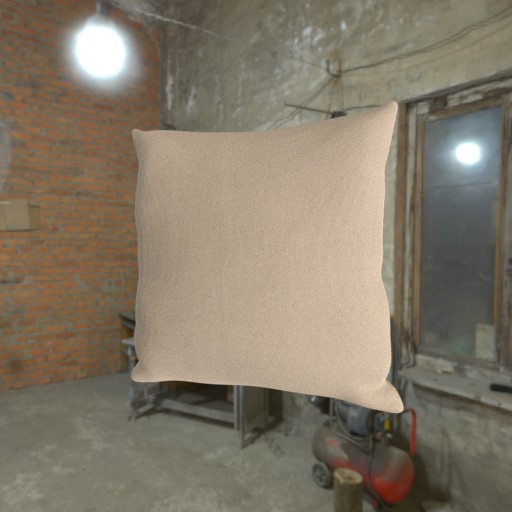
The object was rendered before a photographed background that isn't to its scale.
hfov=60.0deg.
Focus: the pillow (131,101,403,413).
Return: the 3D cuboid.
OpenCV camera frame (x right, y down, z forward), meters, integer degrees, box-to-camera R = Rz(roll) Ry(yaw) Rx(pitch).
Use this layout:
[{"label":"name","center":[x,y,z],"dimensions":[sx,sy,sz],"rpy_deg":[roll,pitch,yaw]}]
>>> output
[{"label":"pillow","center":[0.000,0.000,0.692],"dimensions":[0.440,0.441,0.182],"rpy_deg":[0,1,17]}]
